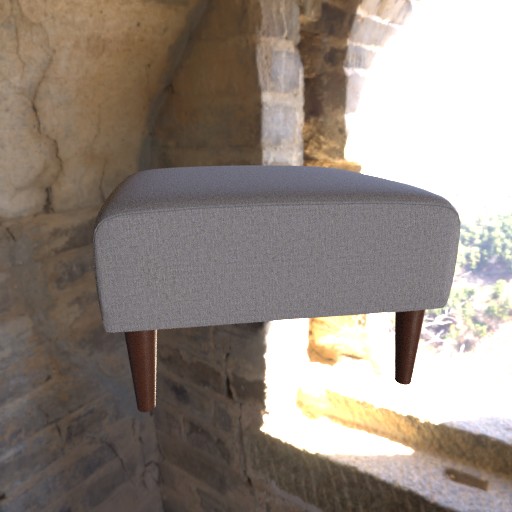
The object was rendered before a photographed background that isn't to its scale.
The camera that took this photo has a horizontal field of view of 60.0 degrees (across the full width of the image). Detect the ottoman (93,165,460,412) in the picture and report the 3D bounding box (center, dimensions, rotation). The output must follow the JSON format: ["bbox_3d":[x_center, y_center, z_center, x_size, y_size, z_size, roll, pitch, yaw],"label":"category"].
[{"bbox_3d":[0.000,0.000,1.062,0.648,0.399,0.655,-3,16,-10],"label":"ottoman"}]
